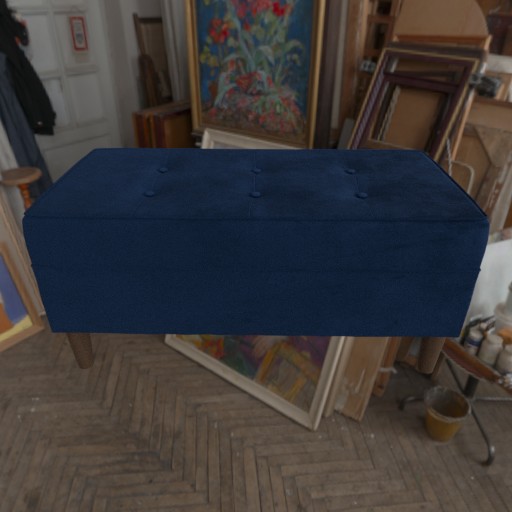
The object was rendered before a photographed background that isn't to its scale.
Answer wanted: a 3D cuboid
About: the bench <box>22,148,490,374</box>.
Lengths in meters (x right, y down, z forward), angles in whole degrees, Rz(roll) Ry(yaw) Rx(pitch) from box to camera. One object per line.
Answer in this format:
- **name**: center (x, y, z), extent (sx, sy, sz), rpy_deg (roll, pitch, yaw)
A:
- **bench**: center (0.000, 0.000, 1.236), extent (1.010, 0.467, 0.489), rpy_deg (1, 31, 1)
